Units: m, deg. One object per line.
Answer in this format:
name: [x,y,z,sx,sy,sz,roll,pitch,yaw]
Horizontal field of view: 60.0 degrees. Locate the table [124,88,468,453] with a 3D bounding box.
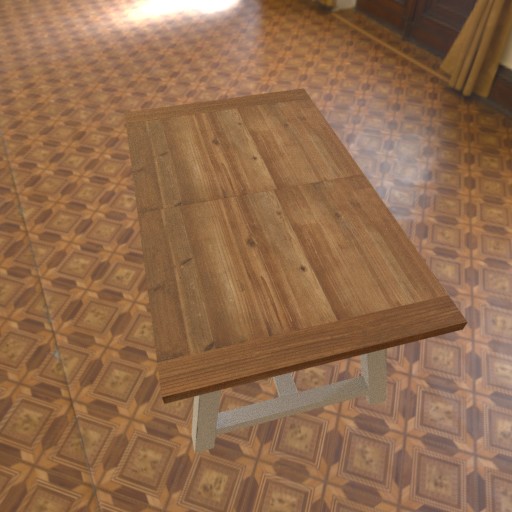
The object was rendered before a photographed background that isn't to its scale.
table: [0.000,0.000,2.021,0.922,0.743,1.503,-11,49,-10]
